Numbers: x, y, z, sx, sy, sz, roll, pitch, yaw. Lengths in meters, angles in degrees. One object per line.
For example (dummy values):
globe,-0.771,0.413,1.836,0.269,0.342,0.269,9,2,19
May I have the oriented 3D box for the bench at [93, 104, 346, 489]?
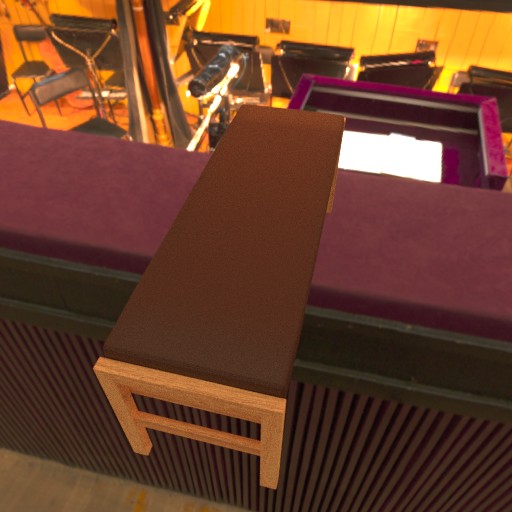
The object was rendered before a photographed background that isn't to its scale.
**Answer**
bench,0.000,0.000,1.444,0.405,0.480,1.200,10,46,10
